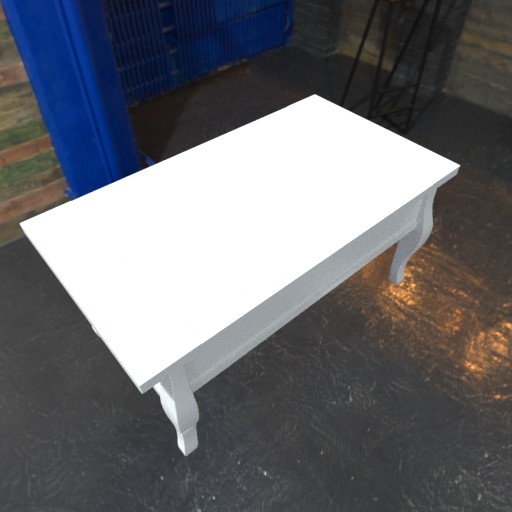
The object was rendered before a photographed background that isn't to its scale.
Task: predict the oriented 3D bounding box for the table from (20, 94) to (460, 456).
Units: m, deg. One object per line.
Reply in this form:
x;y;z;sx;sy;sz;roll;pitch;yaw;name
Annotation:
0.000;0.000;1.376;1.062;0.495;0.600;-32;54;-27;table
